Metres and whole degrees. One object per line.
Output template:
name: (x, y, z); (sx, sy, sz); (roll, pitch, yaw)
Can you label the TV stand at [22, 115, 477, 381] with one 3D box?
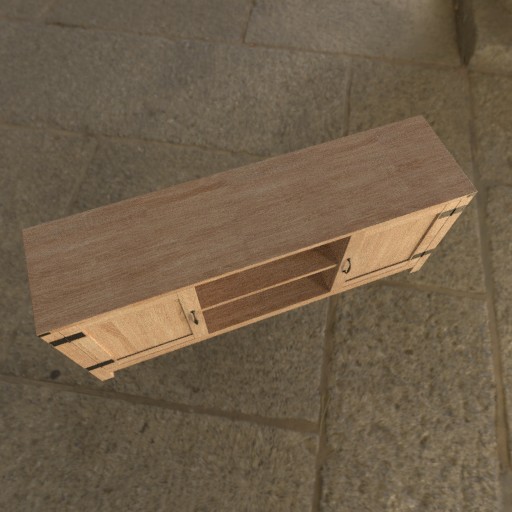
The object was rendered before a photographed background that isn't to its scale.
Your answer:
TV stand: (0.000, 0.000, 1.726); (1.466, 0.610, 0.398); (-18, 64, -9)
